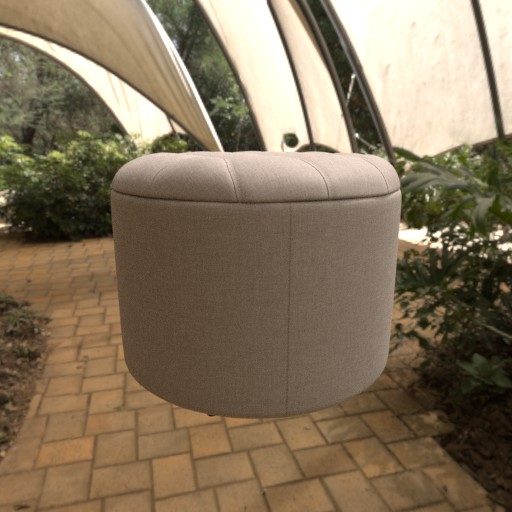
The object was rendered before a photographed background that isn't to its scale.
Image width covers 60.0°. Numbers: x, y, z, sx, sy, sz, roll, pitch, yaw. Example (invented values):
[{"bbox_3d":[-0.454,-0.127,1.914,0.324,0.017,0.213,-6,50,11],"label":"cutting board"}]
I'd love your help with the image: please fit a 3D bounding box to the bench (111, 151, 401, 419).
[{"bbox_3d":[0.000,0.000,0.992,0.600,0.453,0.600,0,14,0],"label":"bench"}]
